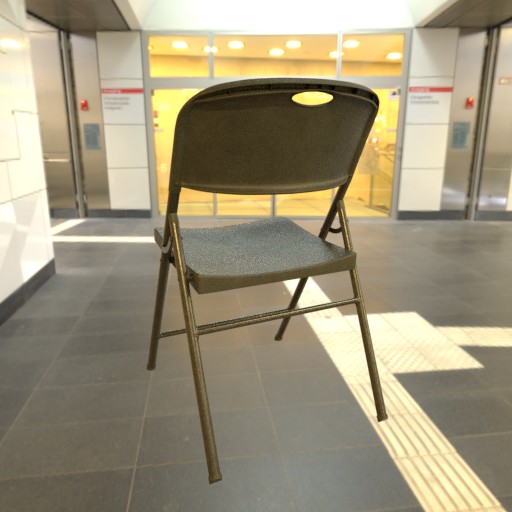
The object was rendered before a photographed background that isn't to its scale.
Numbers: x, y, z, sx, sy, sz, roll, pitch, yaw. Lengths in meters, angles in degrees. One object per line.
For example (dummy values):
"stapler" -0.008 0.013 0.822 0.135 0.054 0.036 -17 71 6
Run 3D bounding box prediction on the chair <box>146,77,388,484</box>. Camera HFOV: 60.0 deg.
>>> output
"chair" 0.000 0.000 1.161 0.494 0.810 0.566 -7 17 -26
